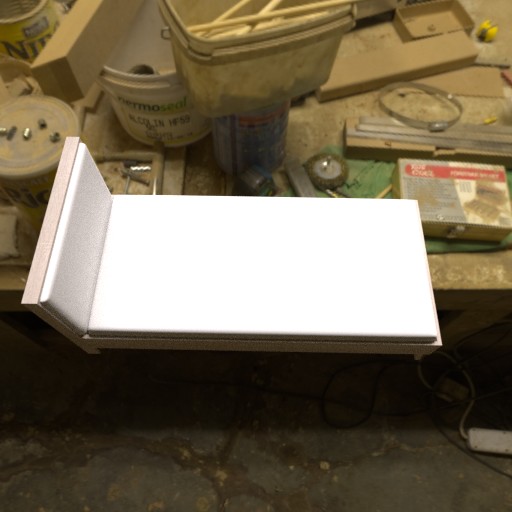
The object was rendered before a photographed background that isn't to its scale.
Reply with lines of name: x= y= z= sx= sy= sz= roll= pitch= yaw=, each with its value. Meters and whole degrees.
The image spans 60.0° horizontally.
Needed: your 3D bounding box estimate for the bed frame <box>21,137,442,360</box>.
bed frame: x=0.000 y=0.000 z=2.660 sx=2.140 sy=0.920 sz=0.990 roll=1 pitch=63 yaw=1
